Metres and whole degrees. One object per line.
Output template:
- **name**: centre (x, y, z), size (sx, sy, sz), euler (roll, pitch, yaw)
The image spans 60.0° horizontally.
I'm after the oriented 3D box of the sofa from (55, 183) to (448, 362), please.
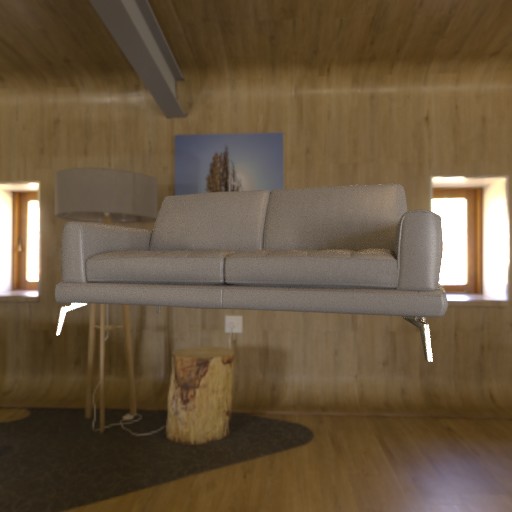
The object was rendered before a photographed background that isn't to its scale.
- **sofa**: centre (0.000, 0.000, 2.765), size (2.177, 0.930, 1.121), euler (0, 0, 20)
